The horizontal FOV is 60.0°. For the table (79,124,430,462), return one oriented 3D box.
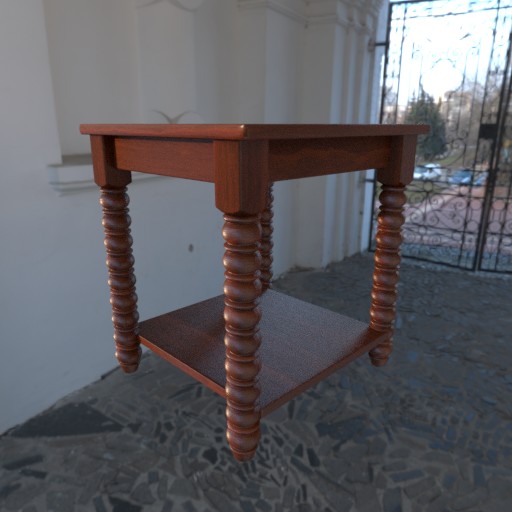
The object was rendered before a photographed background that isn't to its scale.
[{"bbox_3d":[0.000,0.000,0.993,0.533,0.567,0.500,-16,23,-42],"label":"table"}]
